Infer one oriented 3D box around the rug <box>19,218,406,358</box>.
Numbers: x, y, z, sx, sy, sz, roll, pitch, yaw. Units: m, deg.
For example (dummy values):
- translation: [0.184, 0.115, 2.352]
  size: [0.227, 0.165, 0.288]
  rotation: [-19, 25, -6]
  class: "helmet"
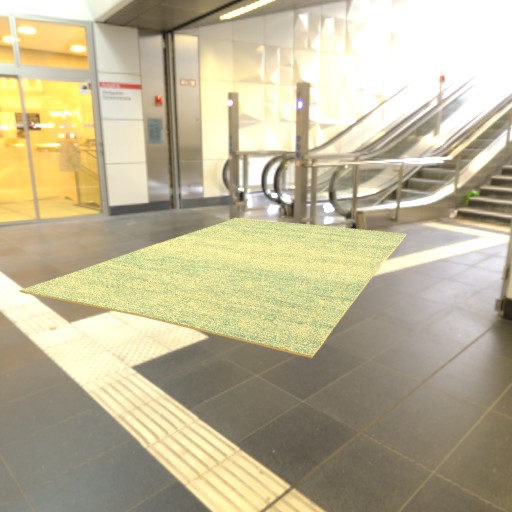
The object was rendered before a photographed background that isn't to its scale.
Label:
- translation: [0.000, 0.000, 2.941]
  size: [1.593, 0.029, 2.305]
  rotation: [8, 17, 26]
  class: "rug"
